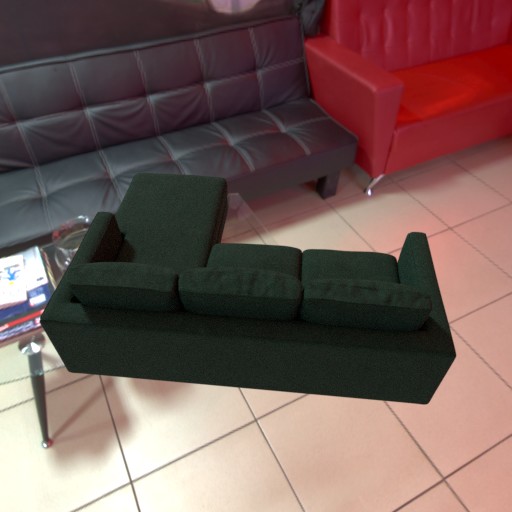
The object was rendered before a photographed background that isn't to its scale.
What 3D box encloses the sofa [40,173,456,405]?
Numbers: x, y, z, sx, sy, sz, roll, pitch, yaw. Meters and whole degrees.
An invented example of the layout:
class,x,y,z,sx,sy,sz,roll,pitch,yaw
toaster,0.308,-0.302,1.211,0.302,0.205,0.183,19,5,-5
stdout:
class,x,y,z,sx,sy,sz,roll,pitch,yaw
sofa,0.000,0.000,2.832,2.030,0.899,1.580,4,46,4
